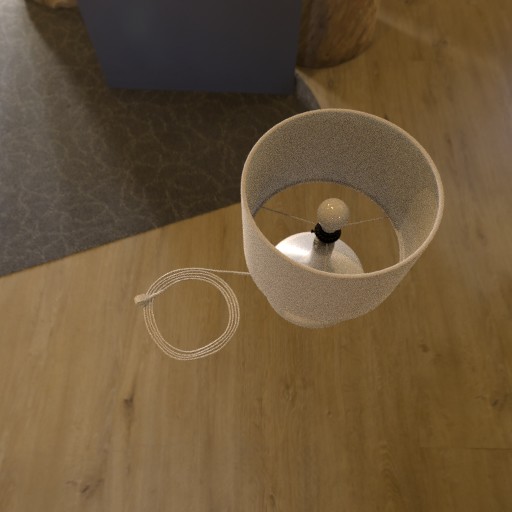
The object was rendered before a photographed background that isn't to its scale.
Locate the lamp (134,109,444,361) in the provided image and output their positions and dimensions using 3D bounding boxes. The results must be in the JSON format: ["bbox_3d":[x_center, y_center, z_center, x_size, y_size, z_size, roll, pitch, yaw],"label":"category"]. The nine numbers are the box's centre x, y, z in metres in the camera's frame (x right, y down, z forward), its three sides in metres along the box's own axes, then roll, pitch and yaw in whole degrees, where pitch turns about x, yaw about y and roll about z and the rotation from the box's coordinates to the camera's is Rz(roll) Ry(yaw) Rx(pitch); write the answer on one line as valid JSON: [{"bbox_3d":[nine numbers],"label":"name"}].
[{"bbox_3d":[0.000,0.000,0.870,0.546,0.457,0.401,16,66,7],"label":"lamp"}]
